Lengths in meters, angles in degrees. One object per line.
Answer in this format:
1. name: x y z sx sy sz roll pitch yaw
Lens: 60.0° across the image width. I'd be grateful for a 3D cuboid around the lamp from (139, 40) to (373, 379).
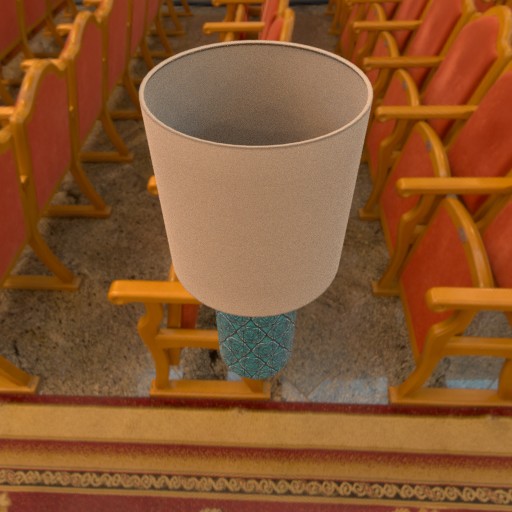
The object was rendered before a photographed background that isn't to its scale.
1. lamp: 0.000 0.000 0.749 0.278 0.597 0.278 2 46 2
